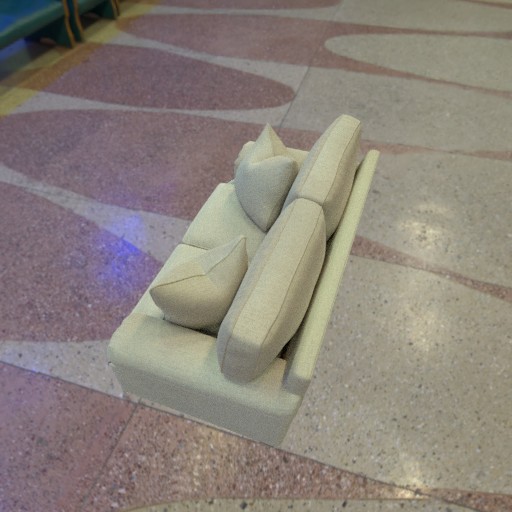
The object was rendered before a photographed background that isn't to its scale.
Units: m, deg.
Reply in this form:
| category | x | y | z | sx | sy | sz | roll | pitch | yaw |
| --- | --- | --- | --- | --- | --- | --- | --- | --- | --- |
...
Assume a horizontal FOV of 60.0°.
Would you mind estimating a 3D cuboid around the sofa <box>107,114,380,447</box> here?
| category | x | y | z | sx | sy | sz | roll | pitch | yaw |
| --- | --- | --- | --- | --- | --- | --- | --- | --- | --- |
| sofa | 0.000 | 0.000 | 2.374 | 0.966 | 0.966 | 1.701 | 15 | 48 | 14 |
